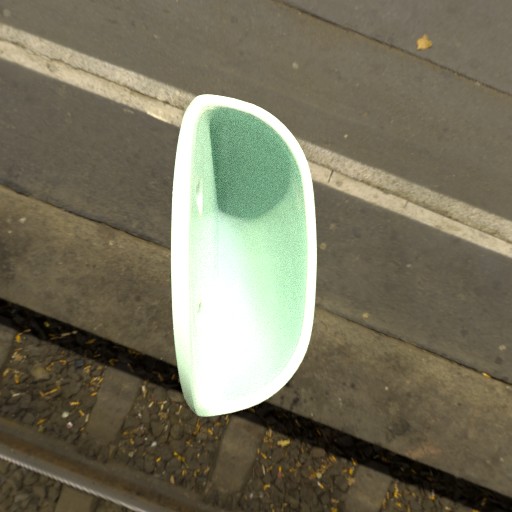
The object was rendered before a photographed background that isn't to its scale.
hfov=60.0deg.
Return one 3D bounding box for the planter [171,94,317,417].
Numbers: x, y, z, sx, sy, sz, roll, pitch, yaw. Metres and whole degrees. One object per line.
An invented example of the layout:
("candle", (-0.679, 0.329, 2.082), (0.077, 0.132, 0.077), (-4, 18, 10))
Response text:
("planter", (0.000, 0.000, 0.272), (0.073, 0.164, 0.189), (0, 91, 1))
